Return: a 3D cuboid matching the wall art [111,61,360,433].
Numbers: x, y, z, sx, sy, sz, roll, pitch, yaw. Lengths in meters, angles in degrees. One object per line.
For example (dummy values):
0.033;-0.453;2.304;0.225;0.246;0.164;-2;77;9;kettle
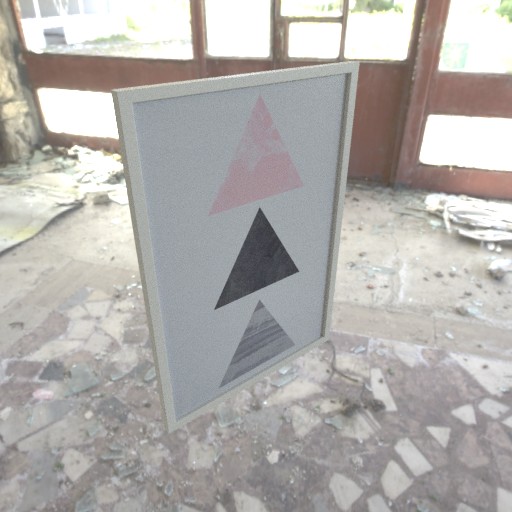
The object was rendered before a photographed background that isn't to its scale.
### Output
0.000;0.000;0.562;0.303;0.433;0.013;-22;37;-32;wall art
